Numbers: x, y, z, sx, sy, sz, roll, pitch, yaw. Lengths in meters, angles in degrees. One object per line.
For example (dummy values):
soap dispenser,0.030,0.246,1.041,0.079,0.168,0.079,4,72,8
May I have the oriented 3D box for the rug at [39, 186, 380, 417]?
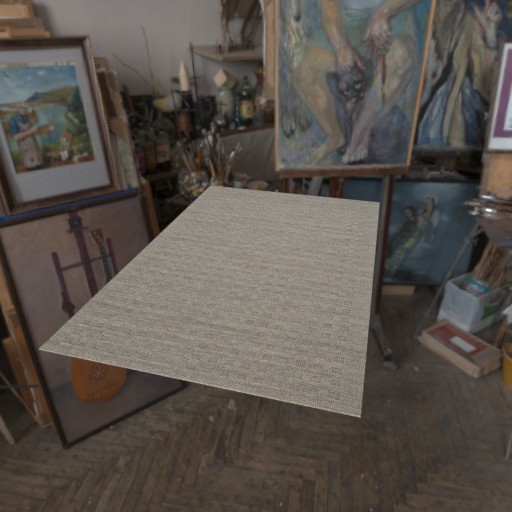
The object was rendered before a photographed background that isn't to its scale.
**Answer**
rug,0.000,0.000,2.207,1.142,0.006,1.752,8,30,13
